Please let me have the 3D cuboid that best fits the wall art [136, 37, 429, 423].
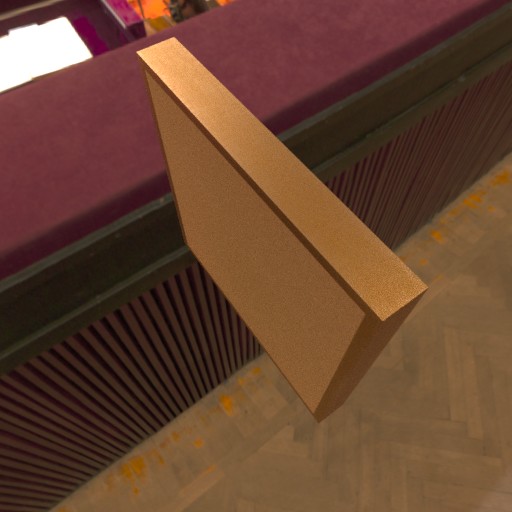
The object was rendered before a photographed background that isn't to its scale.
[{"bbox_3d":[0.000,0.000,0.455,0.038,0.305,0.306,-31,64,-17],"label":"wall art"}]
